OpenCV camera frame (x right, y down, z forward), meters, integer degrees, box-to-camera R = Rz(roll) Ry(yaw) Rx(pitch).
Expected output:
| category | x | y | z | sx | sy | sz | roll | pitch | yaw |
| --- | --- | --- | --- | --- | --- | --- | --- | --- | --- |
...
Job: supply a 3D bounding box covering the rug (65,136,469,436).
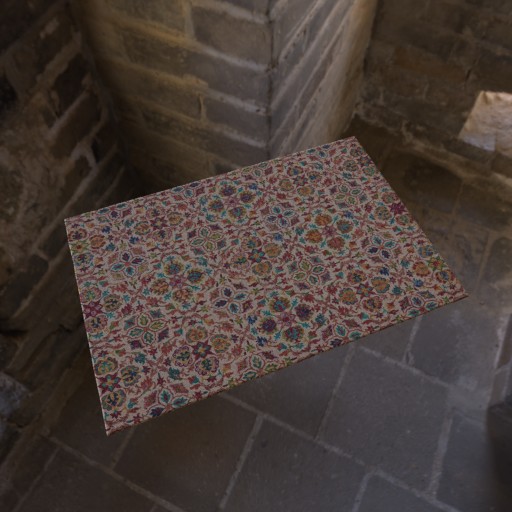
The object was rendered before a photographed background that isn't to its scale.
| category | x | y | z | sx | sy | sz | roll | pitch | yaw |
| --- | --- | --- | --- | --- | --- | --- | --- | --- | --- |
| rug | 0.000 | 0.000 | 2.960 | 2.297 | 0.018 | 1.541 | -18 | 60 | -11 |
